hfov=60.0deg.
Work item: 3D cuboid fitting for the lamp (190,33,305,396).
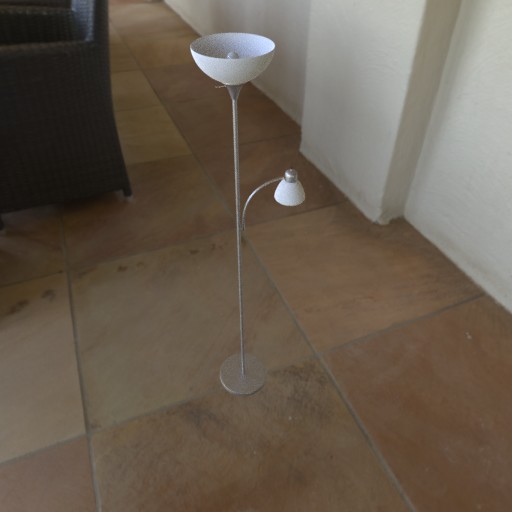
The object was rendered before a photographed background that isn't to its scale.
[{"bbox_3d":[0.000,0.000,2.003,0.425,1.804,0.279,-13,43,-14],"label":"lamp"}]
